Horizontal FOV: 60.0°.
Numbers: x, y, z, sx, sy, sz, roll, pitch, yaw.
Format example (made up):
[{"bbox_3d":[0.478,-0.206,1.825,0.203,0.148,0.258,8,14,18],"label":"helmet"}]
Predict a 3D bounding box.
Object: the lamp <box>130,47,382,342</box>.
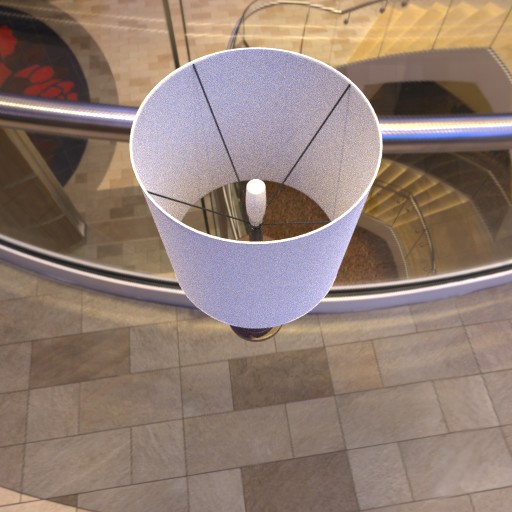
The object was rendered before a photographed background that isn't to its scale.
[{"bbox_3d":[0.000,0.000,0.572,0.208,0.455,0.208,33,68,15],"label":"lamp"}]
